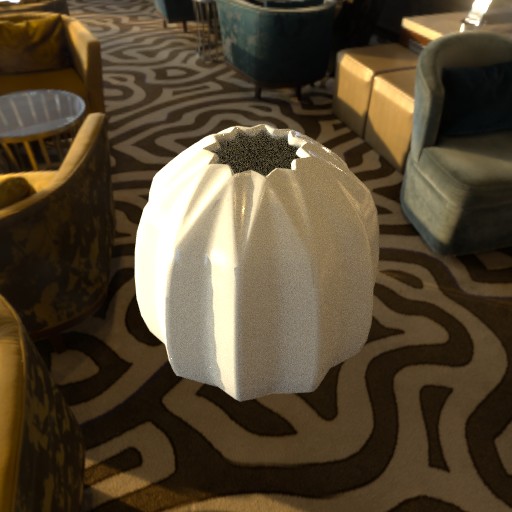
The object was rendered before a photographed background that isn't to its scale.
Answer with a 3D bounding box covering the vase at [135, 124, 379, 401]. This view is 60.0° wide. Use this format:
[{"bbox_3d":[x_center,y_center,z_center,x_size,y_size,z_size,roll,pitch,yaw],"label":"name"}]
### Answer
[{"bbox_3d":[0.000,0.000,0.251,0.139,0.134,0.139,0,42,0],"label":"vase"}]
